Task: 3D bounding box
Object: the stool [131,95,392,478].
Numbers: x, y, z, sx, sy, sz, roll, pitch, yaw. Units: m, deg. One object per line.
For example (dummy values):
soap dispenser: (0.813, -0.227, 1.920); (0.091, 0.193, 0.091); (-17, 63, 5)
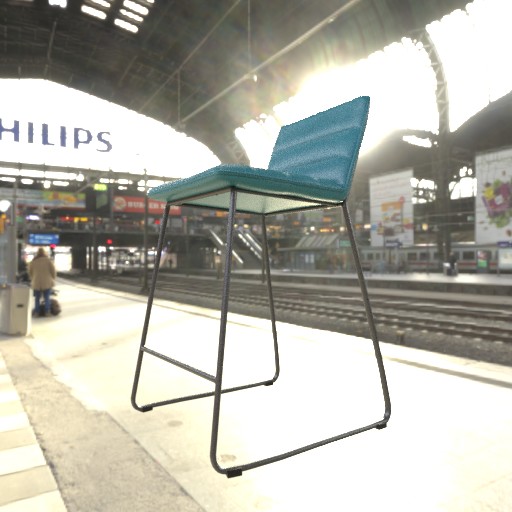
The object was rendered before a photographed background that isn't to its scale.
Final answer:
stool: (0.000, 0.000, 1.183); (0.524, 0.866, 0.489); (0, -1, -35)
